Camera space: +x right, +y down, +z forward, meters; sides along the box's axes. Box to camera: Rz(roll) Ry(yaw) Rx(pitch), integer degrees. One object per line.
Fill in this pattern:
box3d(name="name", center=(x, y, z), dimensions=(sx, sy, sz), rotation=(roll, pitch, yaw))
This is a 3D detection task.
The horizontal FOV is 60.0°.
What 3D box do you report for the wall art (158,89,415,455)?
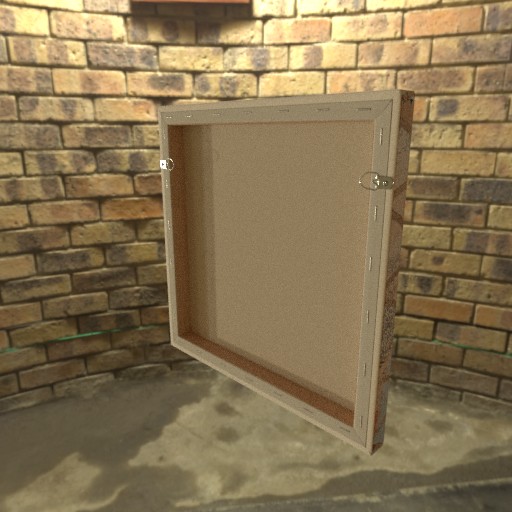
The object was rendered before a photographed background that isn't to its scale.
box3d(name="wall art", center=(0.000, 0.000, 0.763), dimensions=(0.507, 0.508, 0.038), rotation=(15, 21, 43))
